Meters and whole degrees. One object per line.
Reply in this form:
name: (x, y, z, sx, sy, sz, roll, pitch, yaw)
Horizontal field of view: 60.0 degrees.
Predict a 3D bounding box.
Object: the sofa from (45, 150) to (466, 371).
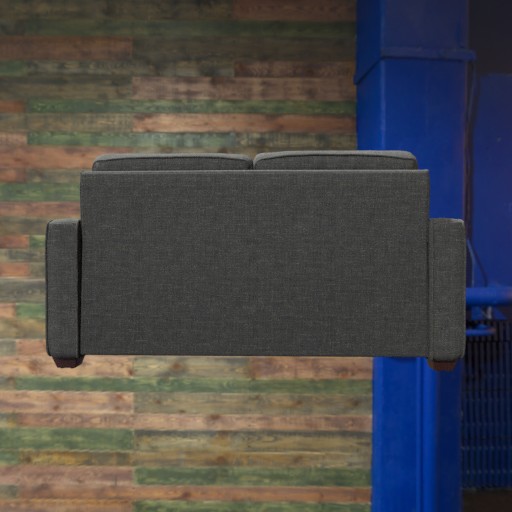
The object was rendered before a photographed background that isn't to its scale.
sofa: (0.000, 0.000, 2.229, 1.709, 0.918, 0.947, 0, 1, 2)
